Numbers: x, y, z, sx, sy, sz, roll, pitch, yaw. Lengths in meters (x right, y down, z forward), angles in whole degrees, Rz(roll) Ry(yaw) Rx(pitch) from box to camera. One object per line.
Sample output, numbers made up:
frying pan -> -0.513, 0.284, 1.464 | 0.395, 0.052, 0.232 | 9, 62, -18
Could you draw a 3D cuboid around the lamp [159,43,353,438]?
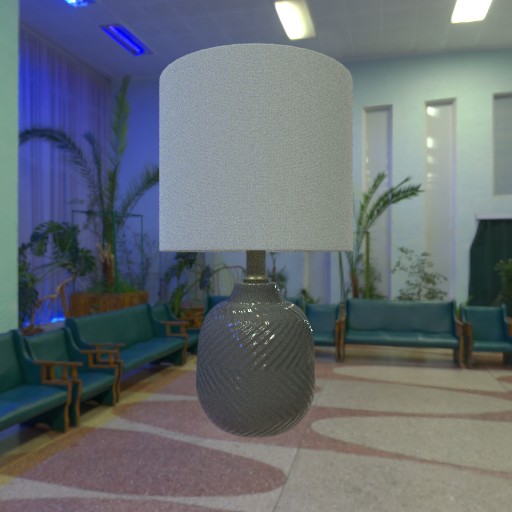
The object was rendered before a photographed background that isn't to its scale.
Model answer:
lamp -> 0.000, 0.000, 0.484 | 0.207, 0.366, 0.207 | 0, 0, 19
